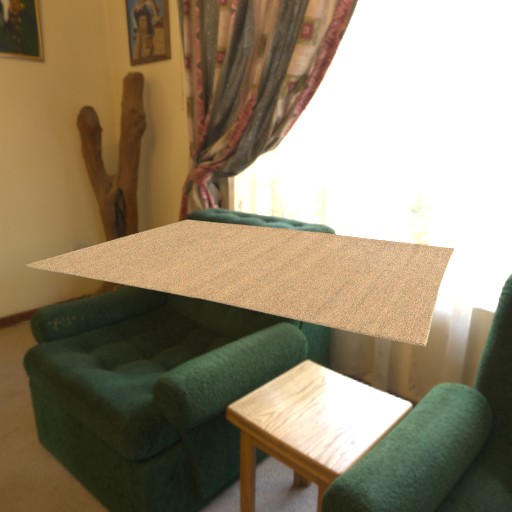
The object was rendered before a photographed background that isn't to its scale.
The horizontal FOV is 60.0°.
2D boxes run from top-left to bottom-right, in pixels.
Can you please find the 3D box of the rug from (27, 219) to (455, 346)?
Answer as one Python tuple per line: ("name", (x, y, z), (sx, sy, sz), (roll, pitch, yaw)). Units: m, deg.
("rug", (0.000, 0.000, 2.845), (2.264, 0.030, 1.624), (8, 17, 26))
